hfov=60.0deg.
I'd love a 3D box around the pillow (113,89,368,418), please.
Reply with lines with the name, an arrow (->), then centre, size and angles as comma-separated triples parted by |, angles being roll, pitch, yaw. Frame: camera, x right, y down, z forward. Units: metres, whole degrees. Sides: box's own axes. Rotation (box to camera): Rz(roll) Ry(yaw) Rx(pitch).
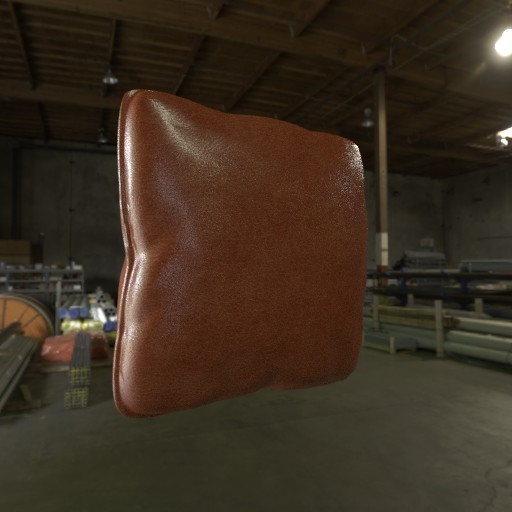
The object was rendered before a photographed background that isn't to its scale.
pillow -> 0.000, 0.000, 0.826 | 0.532, 0.523, 0.236 | 1, -2, -35
